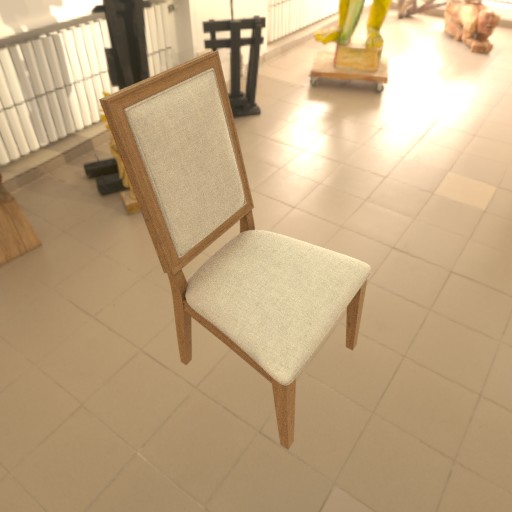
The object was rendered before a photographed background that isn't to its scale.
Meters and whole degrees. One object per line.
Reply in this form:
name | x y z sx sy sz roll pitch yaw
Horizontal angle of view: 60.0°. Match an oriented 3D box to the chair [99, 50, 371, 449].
chair | 0.000 0.000 1.356 0.601 0.988 0.536 25 48 25
